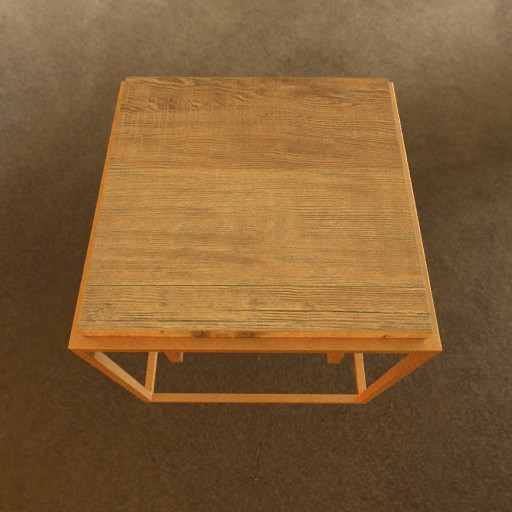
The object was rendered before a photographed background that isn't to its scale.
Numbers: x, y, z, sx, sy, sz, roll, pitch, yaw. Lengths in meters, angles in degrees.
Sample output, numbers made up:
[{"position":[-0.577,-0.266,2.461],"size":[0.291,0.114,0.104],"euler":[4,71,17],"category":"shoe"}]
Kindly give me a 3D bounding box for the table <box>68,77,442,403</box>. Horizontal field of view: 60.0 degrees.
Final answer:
[{"position":[0.000,0.000,1.078],"size":[0.599,0.584,0.599],"euler":[0,63,0],"category":"table"}]
